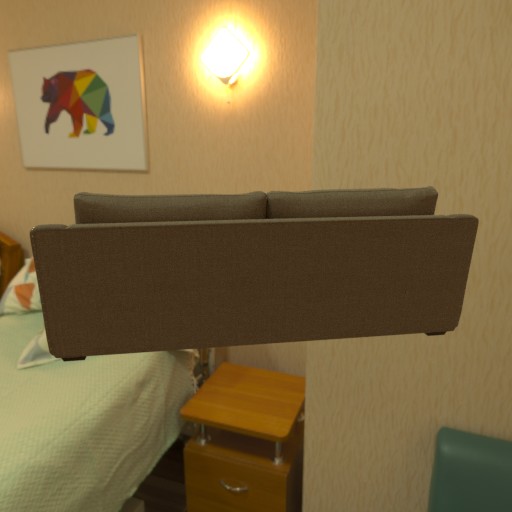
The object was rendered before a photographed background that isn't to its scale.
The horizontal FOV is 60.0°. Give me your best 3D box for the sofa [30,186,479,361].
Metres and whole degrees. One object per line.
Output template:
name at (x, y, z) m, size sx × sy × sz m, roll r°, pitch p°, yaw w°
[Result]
sofa at (0.000, 0.000, 2.679) m, size 2.208 × 0.857 × 1.000 m, roll -2°, pitch 14°, yaw -9°
